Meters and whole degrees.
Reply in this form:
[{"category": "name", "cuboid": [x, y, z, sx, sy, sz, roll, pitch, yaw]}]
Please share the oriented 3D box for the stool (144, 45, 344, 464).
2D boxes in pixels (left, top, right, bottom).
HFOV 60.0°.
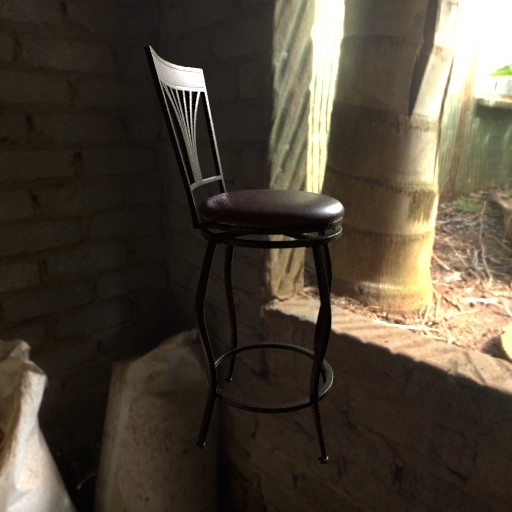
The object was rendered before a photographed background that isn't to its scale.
[{"category": "stool", "cuboid": [0.000, 0.000, 1.352, 0.514, 1.117, 0.433, 3, 16, 9]}]
